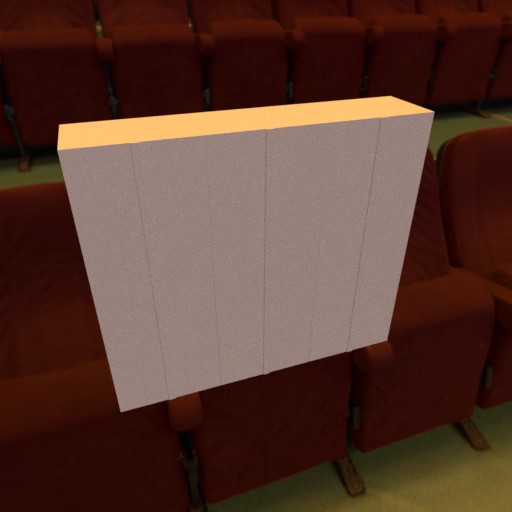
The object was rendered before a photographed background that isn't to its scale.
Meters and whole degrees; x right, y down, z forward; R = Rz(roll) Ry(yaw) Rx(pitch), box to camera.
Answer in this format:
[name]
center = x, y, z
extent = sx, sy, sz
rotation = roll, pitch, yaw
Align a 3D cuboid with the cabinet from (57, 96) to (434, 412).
[cabinet]
center = 0.000, 0.000, 3.862
extent = 2.700, 2.370, 0.590
rotation = -11, 33, -17
